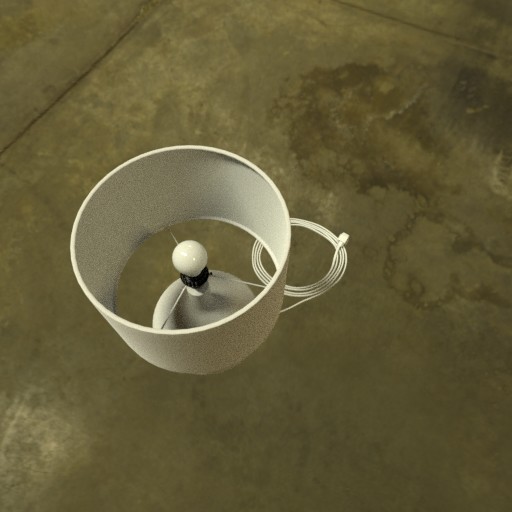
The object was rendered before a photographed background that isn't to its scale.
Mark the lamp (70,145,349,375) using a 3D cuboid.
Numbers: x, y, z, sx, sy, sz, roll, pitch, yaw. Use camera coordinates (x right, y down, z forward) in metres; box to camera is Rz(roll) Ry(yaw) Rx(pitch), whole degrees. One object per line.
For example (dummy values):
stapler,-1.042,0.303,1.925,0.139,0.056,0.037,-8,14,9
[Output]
lamp,0.000,0.000,0.853,0.546,0.457,0.401,-14,63,-7
